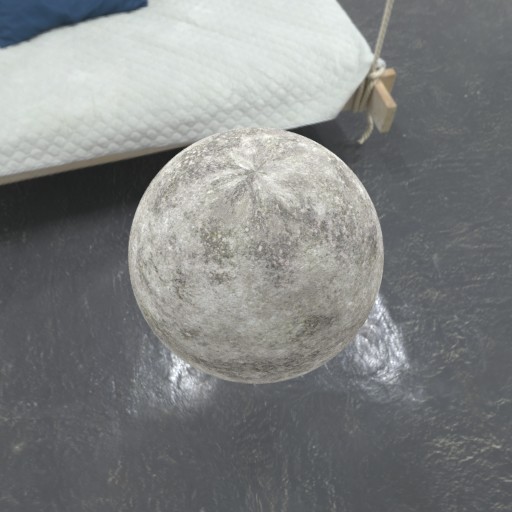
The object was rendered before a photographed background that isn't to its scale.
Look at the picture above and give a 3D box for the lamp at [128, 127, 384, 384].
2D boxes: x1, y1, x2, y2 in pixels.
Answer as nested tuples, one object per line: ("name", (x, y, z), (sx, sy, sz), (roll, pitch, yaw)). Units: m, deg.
("lamp", (0.000, 0.000, 0.762), (0.422, 0.429, 0.422), (0, 59, 0))
